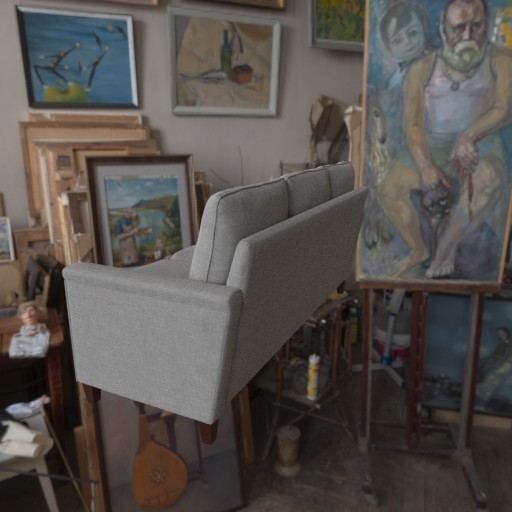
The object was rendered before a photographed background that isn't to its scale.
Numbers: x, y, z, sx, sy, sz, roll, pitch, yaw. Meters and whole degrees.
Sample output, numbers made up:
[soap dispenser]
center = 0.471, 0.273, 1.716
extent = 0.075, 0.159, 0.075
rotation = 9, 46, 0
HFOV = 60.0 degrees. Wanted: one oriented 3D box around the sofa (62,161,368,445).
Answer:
[sofa]
center = 0.000, 0.000, 2.457
extent = 0.828, 0.959, 1.925
rotation = 8, 17, 25
